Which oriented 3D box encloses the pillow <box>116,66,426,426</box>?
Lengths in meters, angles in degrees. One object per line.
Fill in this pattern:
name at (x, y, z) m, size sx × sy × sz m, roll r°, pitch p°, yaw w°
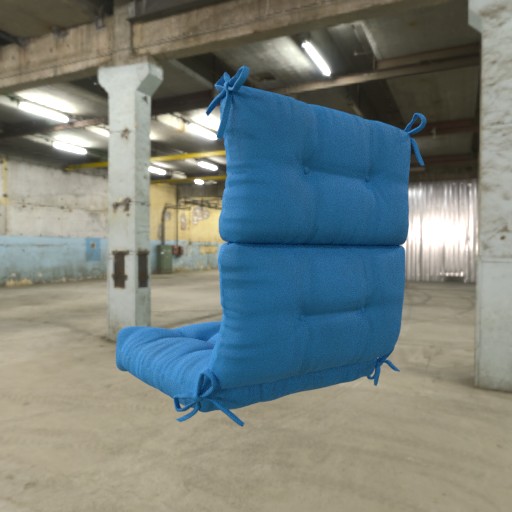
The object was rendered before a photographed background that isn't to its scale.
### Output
pillow at (0.000, 0.000, 1.011) m, size 0.519 × 0.605 × 0.571 m, roll 0°, pitch 0°, yaw -36°
